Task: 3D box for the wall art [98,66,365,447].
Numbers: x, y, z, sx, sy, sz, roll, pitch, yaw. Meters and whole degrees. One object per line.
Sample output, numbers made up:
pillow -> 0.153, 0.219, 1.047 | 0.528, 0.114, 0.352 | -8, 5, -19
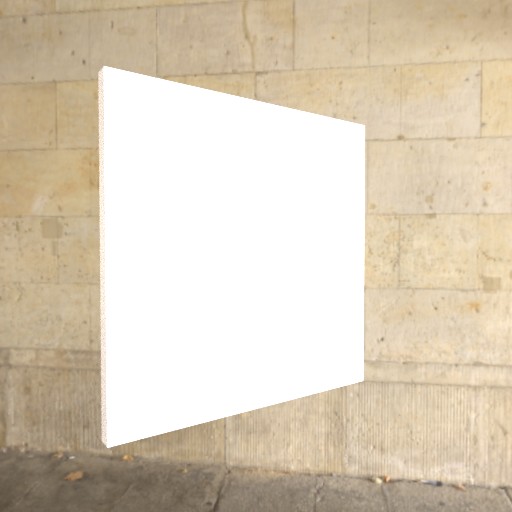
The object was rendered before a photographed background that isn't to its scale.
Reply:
wall art -> 0.000, 0.000, 0.822 | 0.559, 0.559, 0.028 | -1, 2, -35
